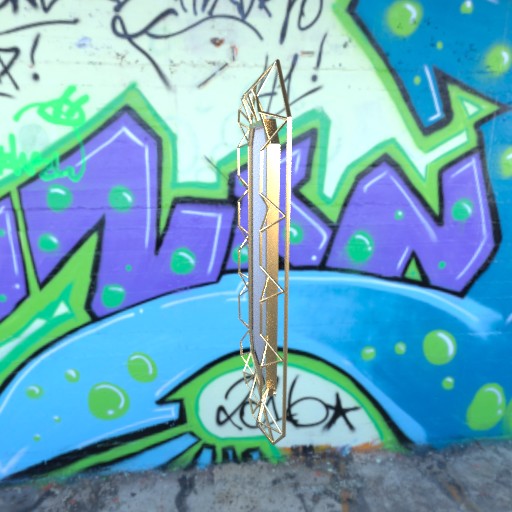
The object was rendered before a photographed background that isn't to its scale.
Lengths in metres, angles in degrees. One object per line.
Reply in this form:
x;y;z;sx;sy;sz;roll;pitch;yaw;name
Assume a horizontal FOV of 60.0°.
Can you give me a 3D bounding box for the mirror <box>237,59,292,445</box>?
0.000;0.000;1.120;0.051;0.870;0.572;-2;14;-7;mirror
